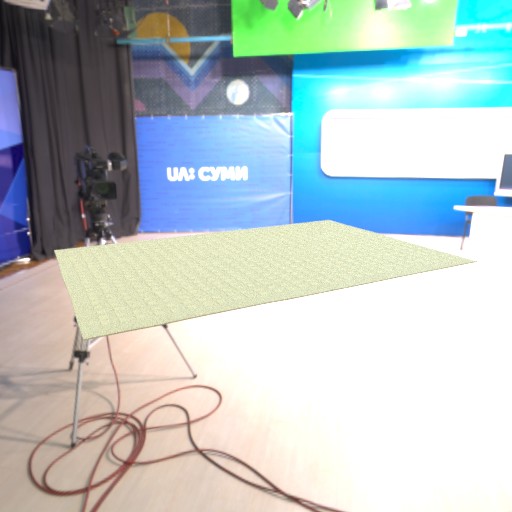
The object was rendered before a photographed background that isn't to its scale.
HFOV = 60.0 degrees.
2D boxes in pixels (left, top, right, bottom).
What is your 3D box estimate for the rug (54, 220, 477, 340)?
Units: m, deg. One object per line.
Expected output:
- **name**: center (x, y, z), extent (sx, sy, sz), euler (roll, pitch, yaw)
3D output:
- **rug**: center (0.000, 0.000, 2.179), extent (1.747, 0.006, 1.143), euler (-8, 18, -27)
